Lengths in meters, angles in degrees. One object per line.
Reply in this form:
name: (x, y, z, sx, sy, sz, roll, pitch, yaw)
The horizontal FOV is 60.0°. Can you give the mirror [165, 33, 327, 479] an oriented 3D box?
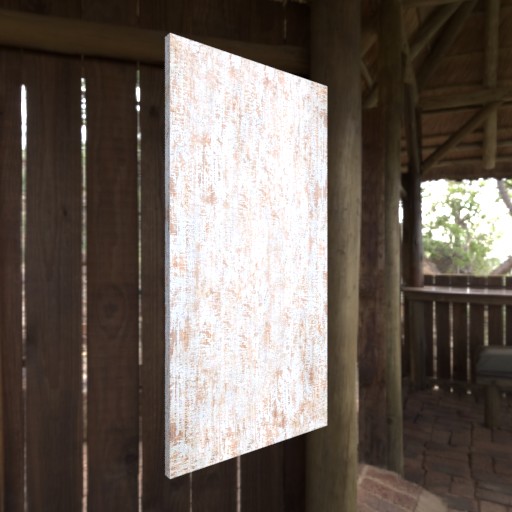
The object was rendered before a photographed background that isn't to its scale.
mirror: (0.000, 0.000, 1.071, 0.472, 0.922, 0.027, 0, 0, -38)
